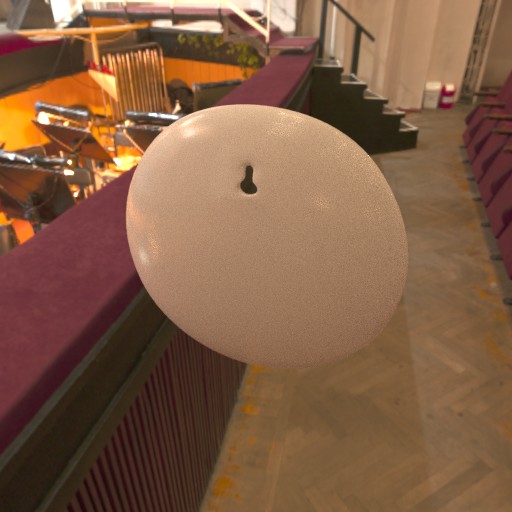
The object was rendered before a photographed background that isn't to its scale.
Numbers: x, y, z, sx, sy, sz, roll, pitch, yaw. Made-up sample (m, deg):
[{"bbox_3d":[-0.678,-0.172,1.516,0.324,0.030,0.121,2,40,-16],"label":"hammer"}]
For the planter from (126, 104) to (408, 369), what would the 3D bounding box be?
[{"bbox_3d":[0.000,0.000,0.285,0.185,0.188,0.043,9,32,15],"label":"planter"}]
